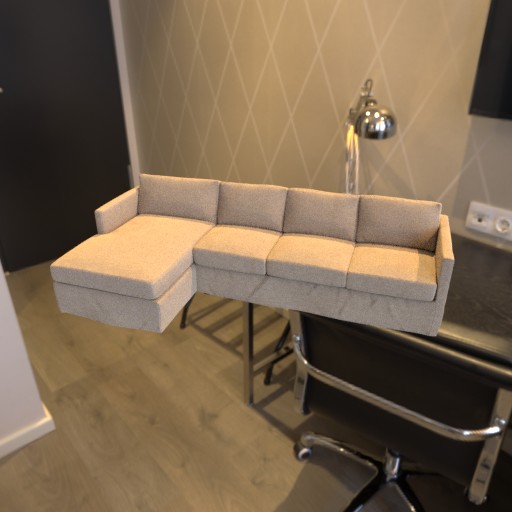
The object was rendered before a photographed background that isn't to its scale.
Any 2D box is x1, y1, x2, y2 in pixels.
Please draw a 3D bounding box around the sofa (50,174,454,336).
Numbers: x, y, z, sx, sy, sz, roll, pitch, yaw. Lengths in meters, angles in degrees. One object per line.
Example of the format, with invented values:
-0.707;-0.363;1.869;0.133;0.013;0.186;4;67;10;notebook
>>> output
0.000;0.000;3.949;3.198;0.920;1.638;9;29;16;sofa
